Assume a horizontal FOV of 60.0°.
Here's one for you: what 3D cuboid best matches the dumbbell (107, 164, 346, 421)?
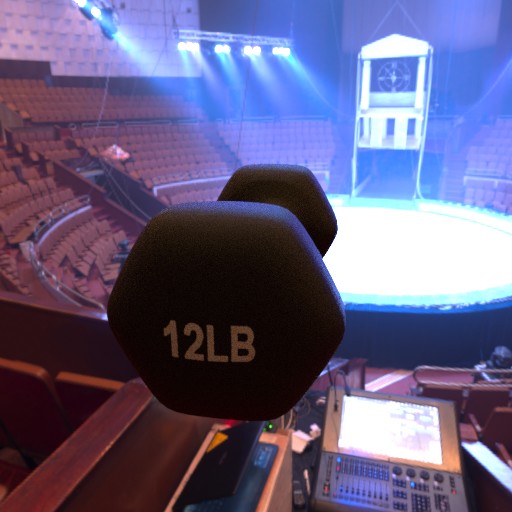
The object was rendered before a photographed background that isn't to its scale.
[{"bbox_3d":[0.000,0.000,0.292,0.112,0.101,0.231,3,17,9],"label":"dumbbell"}]
